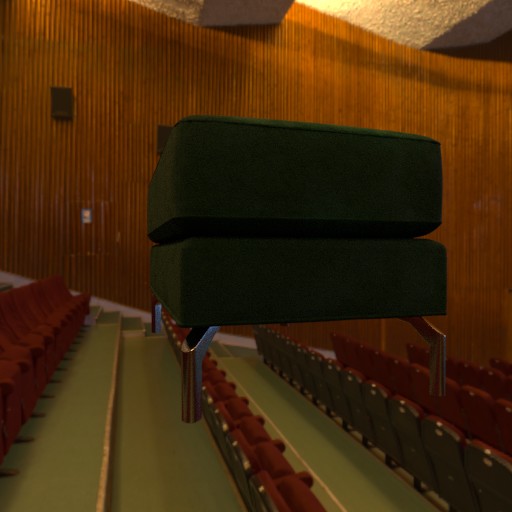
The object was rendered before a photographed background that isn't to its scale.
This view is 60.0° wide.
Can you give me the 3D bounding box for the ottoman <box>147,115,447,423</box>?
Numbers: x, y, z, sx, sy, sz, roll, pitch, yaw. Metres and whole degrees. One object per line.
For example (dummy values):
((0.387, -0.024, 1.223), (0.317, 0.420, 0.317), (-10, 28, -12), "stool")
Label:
((0.000, 0.000, 1.198), (0.536, 0.533, 0.886), (0, 1, -17), "ottoman")
